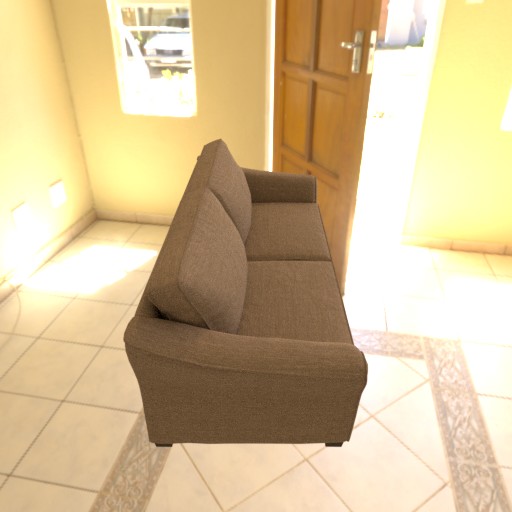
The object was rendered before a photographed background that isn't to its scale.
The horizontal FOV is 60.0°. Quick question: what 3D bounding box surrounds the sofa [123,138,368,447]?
[{"bbox_3d":[0.000,0.000,2.754,0.980,0.965,2.270,1,31,1],"label":"sofa"}]
